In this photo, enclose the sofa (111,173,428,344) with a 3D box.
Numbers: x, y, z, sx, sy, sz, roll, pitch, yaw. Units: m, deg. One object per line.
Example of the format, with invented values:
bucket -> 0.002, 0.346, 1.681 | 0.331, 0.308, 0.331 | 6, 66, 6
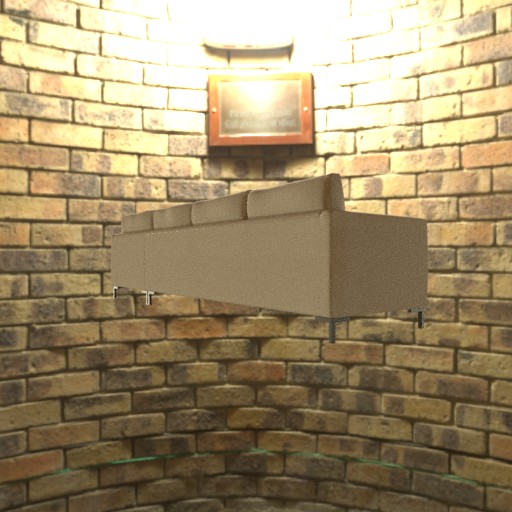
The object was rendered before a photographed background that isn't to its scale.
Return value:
sofa -> 0.000, 0.000, 2.961 | 1.126, 0.677, 2.445 | 0, 0, -37
